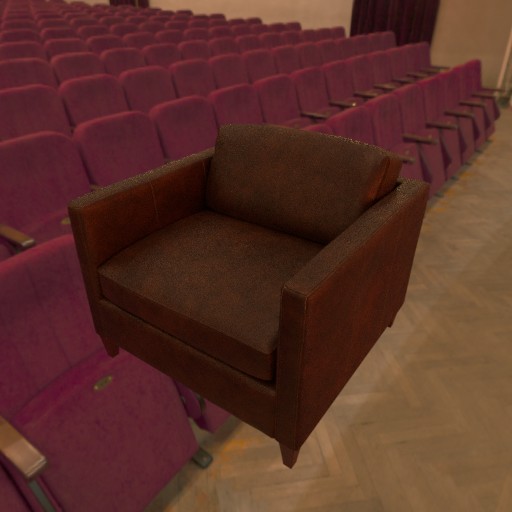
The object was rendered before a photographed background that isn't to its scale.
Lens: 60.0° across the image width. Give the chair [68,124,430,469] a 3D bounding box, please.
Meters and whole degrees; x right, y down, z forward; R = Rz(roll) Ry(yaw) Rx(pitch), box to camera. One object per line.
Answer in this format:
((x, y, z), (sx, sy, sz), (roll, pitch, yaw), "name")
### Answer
((0.000, 0.000, 1.760), (0.990, 0.864, 0.975), (20, 35, 30), "chair")
